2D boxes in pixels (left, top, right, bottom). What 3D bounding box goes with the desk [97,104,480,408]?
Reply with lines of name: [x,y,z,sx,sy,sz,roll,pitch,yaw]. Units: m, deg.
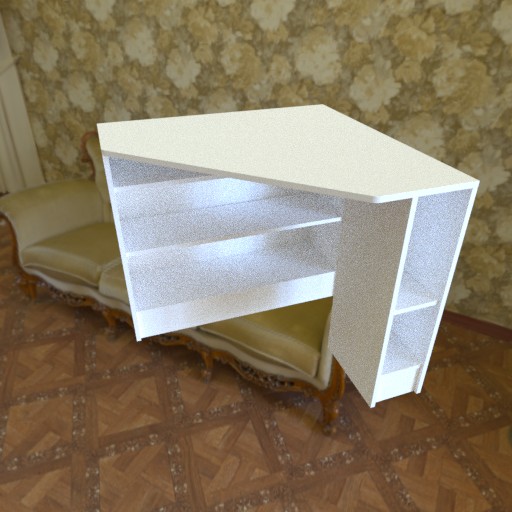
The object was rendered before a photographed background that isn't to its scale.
desk: [0.000,0.000,1.635,0.940,0.818,0.926,-10,33,-16]
